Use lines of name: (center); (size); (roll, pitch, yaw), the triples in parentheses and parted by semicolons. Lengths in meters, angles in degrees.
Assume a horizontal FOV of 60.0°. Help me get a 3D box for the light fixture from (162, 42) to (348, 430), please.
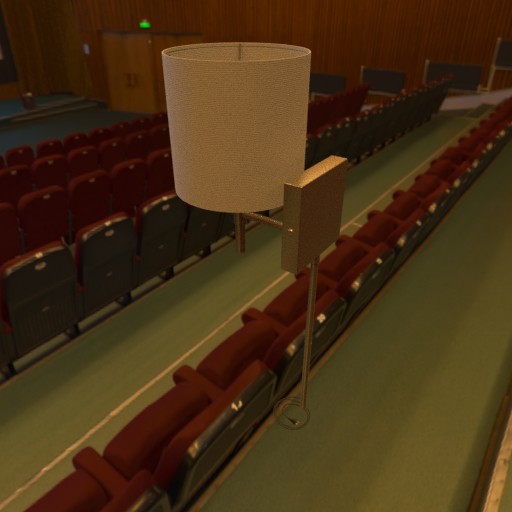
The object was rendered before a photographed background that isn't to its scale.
light fixture: (0.000, 0.000, 0.701); (0.248, 0.589, 0.188); (20, 37, 30)
